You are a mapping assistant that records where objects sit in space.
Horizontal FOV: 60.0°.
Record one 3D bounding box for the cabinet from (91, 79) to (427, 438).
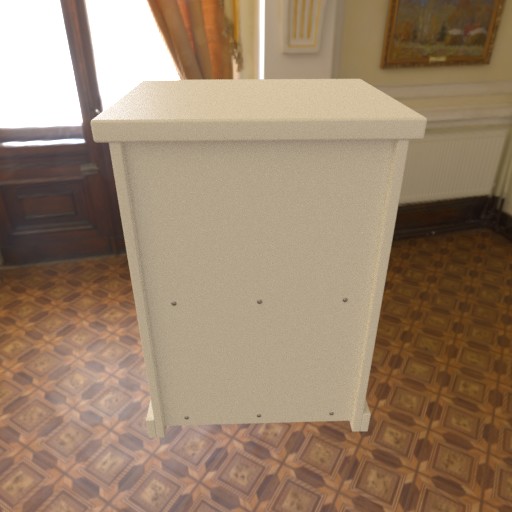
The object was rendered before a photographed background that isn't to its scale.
[{"bbox_3d":[0.000,0.000,1.044,0.520,0.723,0.431,-1,29,-2],"label":"cabinet"}]
